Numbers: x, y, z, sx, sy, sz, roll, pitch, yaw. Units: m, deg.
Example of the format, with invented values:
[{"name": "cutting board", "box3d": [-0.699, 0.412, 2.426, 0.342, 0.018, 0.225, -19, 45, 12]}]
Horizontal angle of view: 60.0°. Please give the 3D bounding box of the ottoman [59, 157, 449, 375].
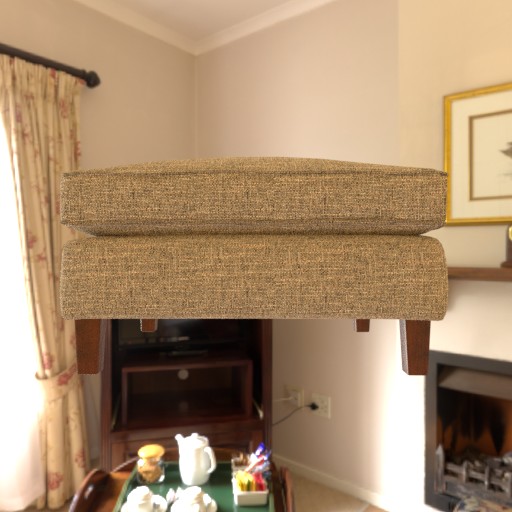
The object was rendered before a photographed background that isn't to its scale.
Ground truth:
[{"name": "ottoman", "box3d": [0.000, 0.000, 0.981, 0.686, 0.406, 0.508, 0, 1, 1]}]
